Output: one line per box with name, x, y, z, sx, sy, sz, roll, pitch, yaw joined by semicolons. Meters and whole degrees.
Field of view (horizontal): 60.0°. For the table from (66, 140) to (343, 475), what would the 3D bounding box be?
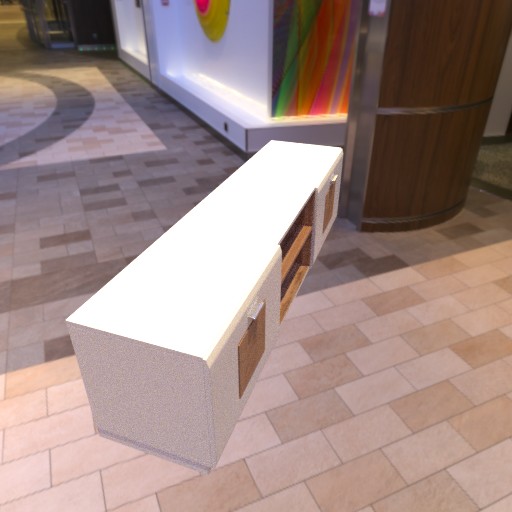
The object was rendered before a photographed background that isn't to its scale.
table;0.000;0.000;1.737;0.400;0.440;1.550;11;33;17
